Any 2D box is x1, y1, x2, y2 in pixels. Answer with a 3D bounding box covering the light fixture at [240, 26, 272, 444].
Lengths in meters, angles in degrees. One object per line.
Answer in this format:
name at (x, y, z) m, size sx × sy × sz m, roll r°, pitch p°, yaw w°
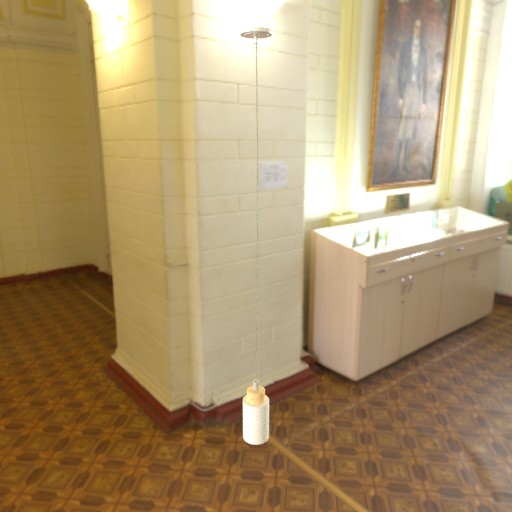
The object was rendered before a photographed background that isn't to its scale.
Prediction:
light fixture at (0.000, 0.000, 1.932) m, size 0.125 × 1.798 × 0.125 m, roll 2°, pitch 14°, yaw 6°
